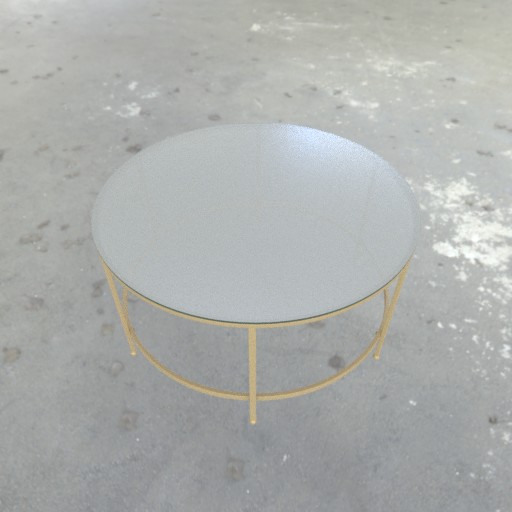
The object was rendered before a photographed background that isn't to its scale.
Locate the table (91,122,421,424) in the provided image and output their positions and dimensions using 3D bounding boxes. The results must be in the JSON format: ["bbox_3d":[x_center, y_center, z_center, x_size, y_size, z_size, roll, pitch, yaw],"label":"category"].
[{"bbox_3d":[0.000,0.000,1.435,0.914,0.470,0.914,0,43,0],"label":"table"}]
